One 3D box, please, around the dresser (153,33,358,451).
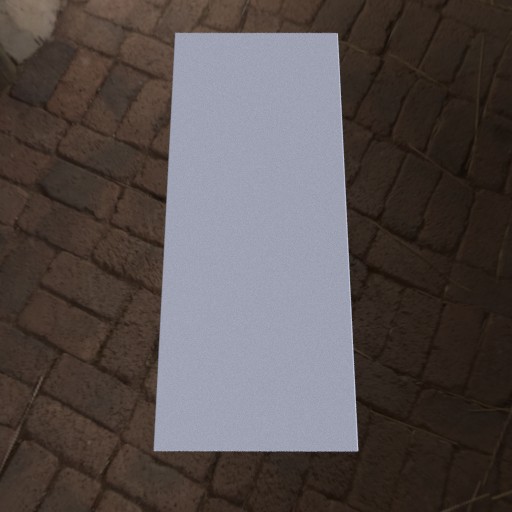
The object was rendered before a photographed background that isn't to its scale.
[{"bbox_3d":[0.000,0.000,1.524,0.460,0.820,1.100,0,76,0],"label":"dresser"}]
